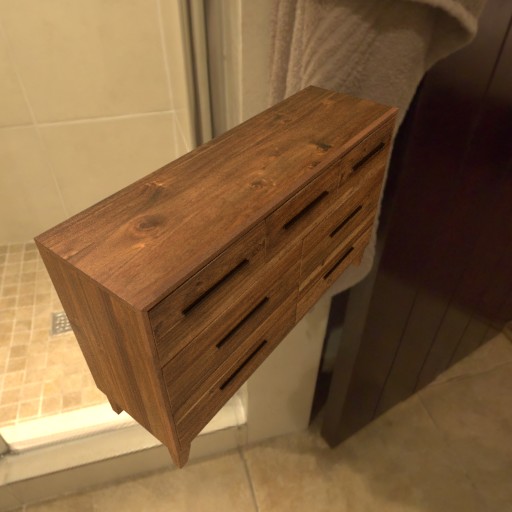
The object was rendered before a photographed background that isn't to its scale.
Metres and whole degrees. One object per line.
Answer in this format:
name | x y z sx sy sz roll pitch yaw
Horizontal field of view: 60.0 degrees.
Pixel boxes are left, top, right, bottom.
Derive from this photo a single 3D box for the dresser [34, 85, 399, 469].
dresser | 0.000 0.000 1.800 0.446 0.873 1.400 27 48 27
